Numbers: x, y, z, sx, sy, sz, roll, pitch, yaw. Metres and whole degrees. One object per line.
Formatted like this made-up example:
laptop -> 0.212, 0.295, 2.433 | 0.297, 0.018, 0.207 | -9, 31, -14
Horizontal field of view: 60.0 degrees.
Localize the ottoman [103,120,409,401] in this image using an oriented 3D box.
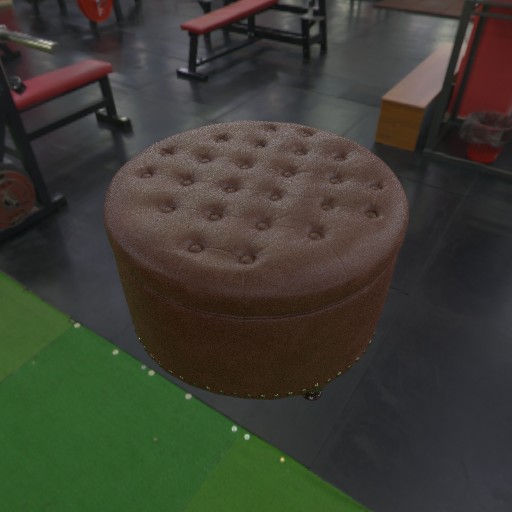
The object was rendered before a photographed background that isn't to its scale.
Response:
ottoman -> 0.000, 0.000, 1.074 | 0.637, 0.442, 0.637 | 0, 42, 0
